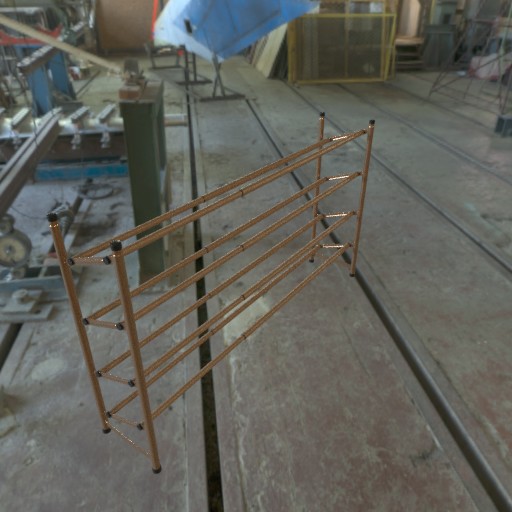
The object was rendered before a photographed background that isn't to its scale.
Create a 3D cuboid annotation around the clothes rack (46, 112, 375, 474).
[{"bbox_3d":[0.000,0.000,1.428,0.229,0.672,1.168,20,36,31],"label":"clothes rack"}]
